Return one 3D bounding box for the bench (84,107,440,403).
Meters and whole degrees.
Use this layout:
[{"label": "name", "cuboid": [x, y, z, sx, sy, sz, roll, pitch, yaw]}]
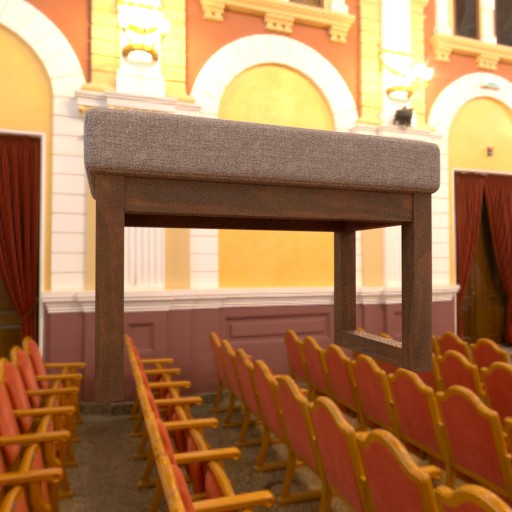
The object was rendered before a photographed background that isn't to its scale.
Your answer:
[{"label": "bench", "cuboid": [0.000, 0.000, 0.955, 0.681, 0.467, 0.366, 0, -1, -19]}]
